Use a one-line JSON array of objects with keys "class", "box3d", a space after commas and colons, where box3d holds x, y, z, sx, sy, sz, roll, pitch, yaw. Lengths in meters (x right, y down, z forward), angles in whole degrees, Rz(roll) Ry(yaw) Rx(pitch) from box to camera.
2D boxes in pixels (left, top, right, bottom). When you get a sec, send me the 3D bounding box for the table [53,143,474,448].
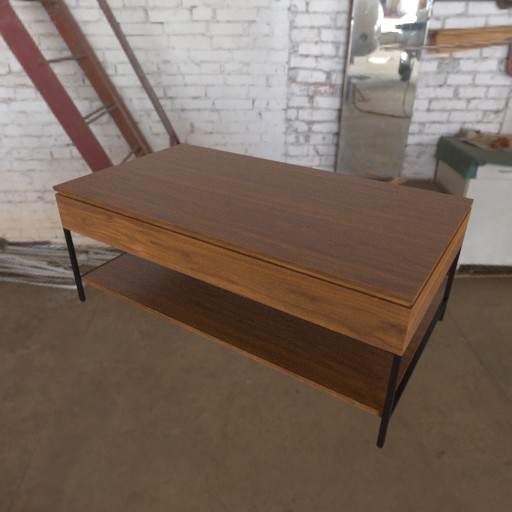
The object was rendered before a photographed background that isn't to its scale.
[{"class": "table", "box3d": [0.000, 0.000, 1.362, 1.057, 0.414, 0.574, 18, 34, 29]}]
